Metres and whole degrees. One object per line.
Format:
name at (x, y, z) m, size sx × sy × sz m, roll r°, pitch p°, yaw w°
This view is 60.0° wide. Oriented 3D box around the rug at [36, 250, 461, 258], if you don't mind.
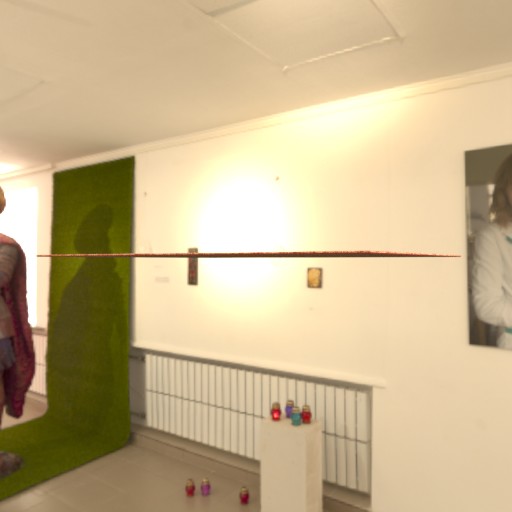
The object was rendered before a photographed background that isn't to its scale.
rug at (0.000, 0.000, 4.056) m, size 3.050 × 0.016 × 2.441 m, roll 0°, pitch -1°, yaw 34°
